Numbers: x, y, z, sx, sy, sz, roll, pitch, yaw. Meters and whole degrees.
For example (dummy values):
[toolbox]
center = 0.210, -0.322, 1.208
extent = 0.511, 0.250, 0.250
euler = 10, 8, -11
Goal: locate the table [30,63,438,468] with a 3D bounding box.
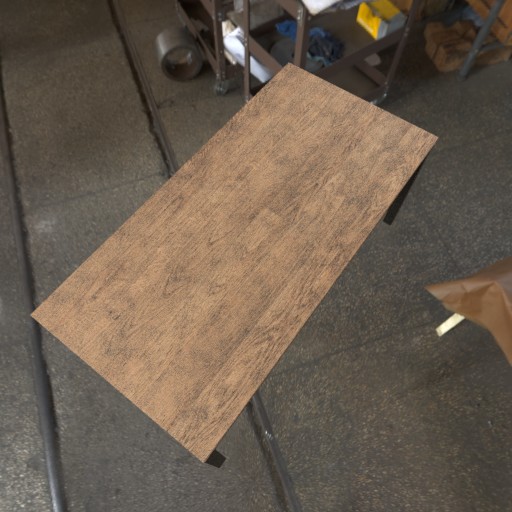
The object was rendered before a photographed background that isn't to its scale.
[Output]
[table]
center = 0.000, 0.000, 2.309
extent = 0.893, 0.767, 1.805
euler = 33, 68, 16
